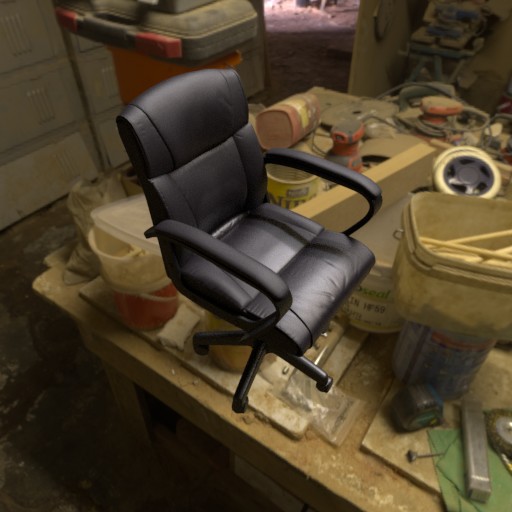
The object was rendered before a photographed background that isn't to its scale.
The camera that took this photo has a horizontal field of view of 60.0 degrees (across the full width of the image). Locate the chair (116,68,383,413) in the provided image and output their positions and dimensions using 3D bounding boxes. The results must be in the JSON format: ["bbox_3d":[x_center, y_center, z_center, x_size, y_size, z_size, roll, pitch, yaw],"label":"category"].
[{"bbox_3d":[0.000,0.000,1.417,0.641,0.998,0.576,26,47,26],"label":"chair"}]
